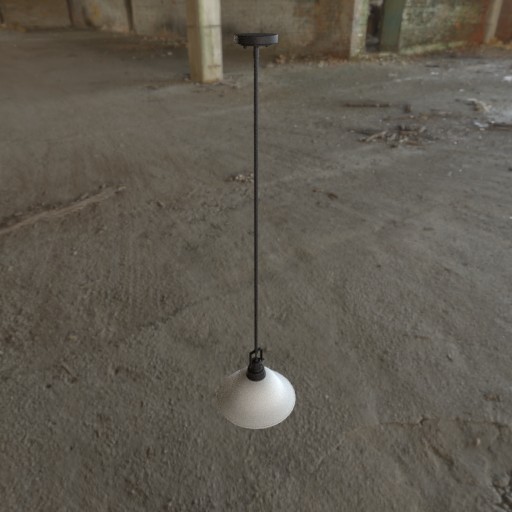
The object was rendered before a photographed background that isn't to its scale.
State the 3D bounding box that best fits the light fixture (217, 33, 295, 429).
[{"bbox_3d":[0.000,0.000,1.493,0.324,1.337,0.324,-21,36,-32],"label":"light fixture"}]
